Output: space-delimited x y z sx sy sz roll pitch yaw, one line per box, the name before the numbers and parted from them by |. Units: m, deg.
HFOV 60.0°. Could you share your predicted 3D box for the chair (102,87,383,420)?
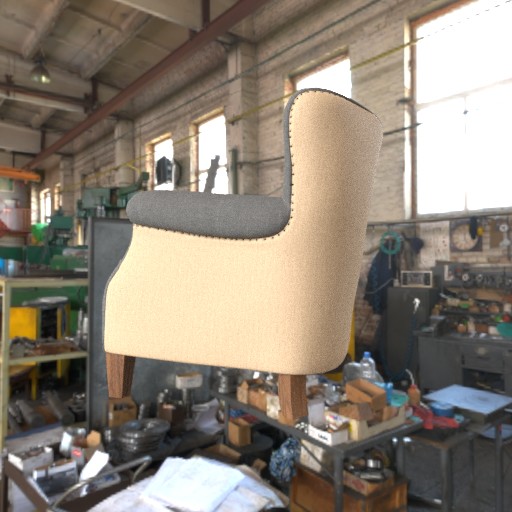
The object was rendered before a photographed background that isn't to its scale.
chair | 0.000 0.000 1.661 0.921 0.936 0.861 0 -1 17
